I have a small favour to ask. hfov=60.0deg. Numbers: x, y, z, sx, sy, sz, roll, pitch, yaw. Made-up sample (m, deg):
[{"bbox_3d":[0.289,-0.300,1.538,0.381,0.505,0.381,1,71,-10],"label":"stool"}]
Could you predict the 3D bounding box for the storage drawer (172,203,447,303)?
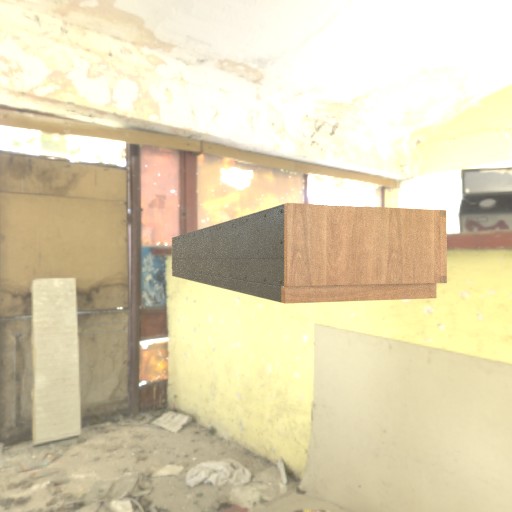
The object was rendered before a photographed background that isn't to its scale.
[{"bbox_3d":[0.000,0.000,2.200,0.538,0.264,2.032,0,0,-19],"label":"storage drawer"}]
